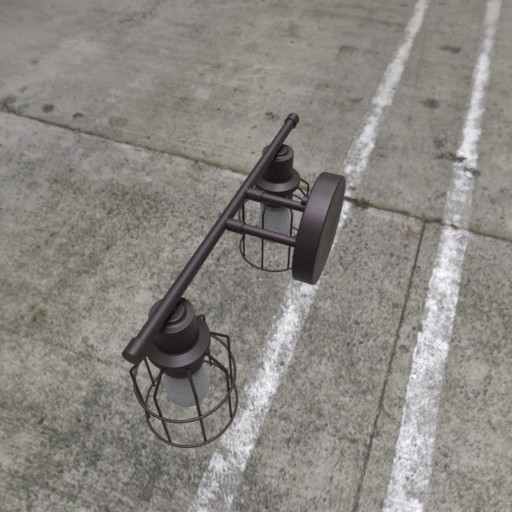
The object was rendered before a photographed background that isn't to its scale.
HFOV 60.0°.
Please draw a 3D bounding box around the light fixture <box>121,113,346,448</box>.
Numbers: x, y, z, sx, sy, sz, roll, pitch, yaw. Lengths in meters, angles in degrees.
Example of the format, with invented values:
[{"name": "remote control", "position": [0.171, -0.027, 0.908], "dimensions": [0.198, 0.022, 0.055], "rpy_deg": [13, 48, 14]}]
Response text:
[{"name": "light fixture", "position": [0.000, 0.000, 0.529], "dimensions": [0.165, 0.254, 0.406], "rpy_deg": [16, 49, 15]}]
